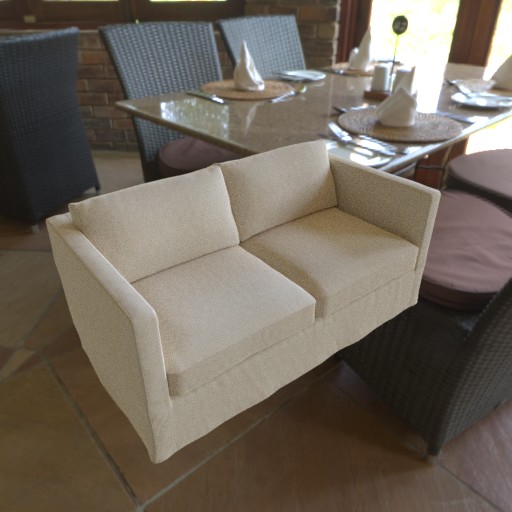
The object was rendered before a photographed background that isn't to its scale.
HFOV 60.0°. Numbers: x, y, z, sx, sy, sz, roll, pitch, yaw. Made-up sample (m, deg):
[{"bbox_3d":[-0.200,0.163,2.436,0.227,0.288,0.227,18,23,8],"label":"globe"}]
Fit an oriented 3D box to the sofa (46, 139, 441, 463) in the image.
[{"bbox_3d":[0.000,0.000,2.295,1.746,0.834,0.962,-22,37,-32],"label":"sofa"}]
